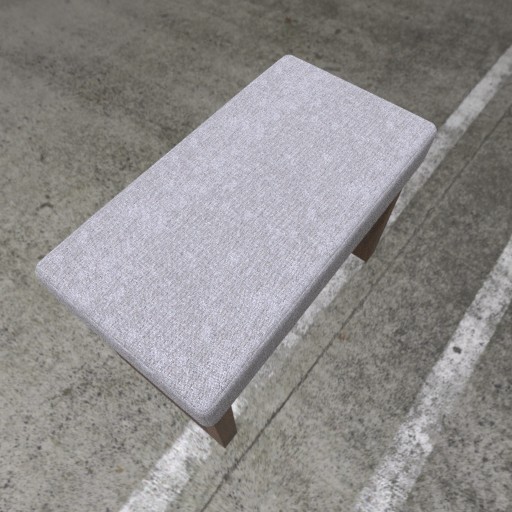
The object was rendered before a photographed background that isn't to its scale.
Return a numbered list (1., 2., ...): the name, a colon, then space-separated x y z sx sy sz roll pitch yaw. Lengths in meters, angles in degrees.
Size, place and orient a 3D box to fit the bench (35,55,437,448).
1. bench: 0.000 0.000 0.955 0.366 0.467 0.681 34 65 18
